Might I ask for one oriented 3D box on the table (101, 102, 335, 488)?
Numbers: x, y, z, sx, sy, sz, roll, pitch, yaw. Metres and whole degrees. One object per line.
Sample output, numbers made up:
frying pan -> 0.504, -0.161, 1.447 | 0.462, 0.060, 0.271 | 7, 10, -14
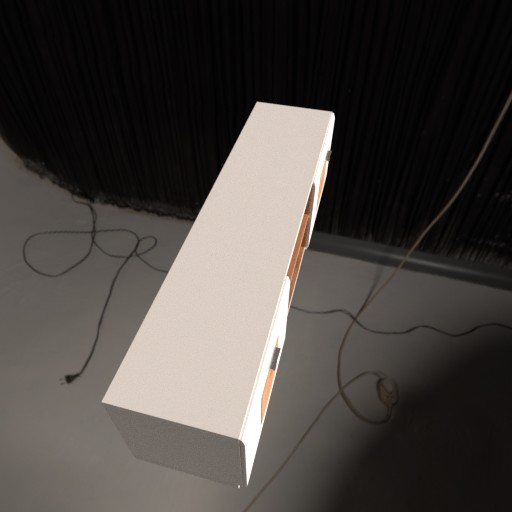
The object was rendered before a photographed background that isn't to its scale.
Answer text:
table -> 0.000, 0.000, 1.752 | 0.400, 0.440, 1.550 | 11, 49, 10
